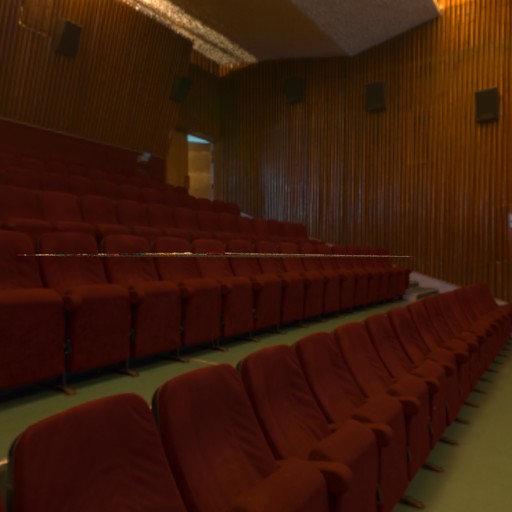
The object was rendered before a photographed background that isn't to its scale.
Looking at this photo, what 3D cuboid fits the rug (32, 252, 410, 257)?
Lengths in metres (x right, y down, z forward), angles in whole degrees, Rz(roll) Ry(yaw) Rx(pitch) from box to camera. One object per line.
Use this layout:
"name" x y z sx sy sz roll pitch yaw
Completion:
"rug" 0.000 0.000 2.984 1.465 0.012 2.465 0 0 34
